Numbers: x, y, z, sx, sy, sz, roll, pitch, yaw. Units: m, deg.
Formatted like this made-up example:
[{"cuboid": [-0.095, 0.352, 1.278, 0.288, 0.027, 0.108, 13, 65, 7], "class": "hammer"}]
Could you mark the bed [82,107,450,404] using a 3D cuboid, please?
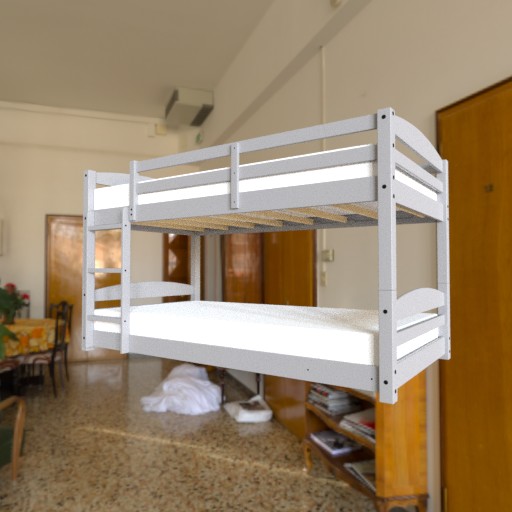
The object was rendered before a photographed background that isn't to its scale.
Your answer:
[{"cuboid": [0.000, 0.000, 2.731, 2.013, 1.206, 1.105, -1, -2, 35], "class": "bed"}]
